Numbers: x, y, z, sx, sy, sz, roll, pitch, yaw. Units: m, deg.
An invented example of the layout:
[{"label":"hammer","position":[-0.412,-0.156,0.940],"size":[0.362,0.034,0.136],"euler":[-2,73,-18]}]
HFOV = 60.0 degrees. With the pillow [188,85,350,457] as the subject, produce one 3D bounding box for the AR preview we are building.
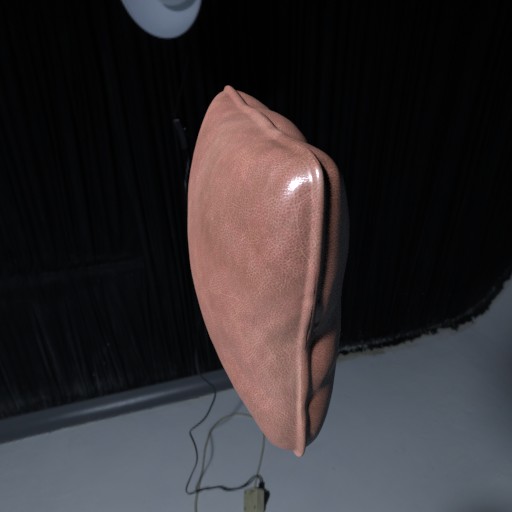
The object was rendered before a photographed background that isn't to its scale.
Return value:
[{"label":"pillow","position":[0.000,0.000,0.819],"size":[0.236,0.523,0.532],"euler":[-8,32,-13]}]
